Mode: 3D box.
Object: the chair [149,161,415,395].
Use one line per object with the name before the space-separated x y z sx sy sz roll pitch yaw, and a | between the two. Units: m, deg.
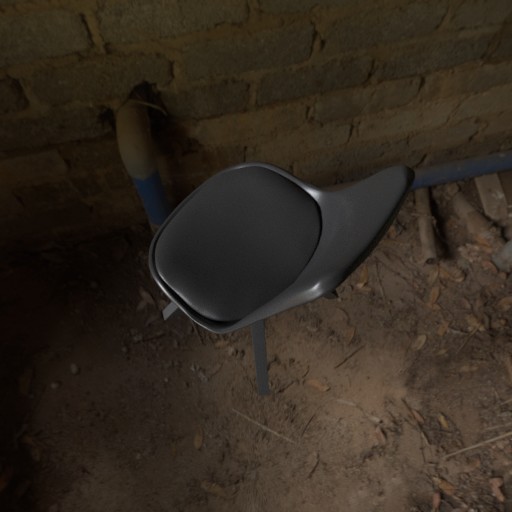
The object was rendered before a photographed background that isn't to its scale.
chair | 0.000 0.000 1.169 0.530 0.850 0.485 34 69 15
